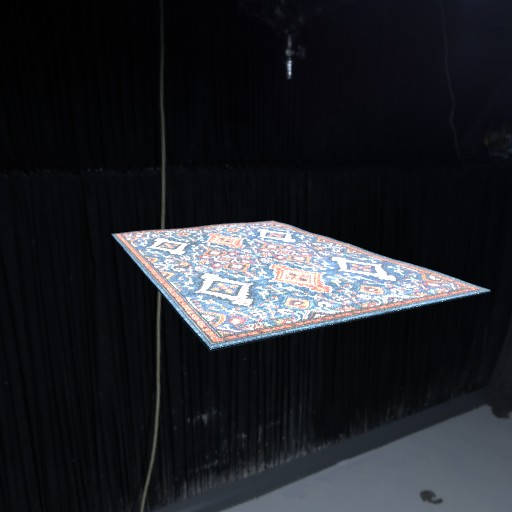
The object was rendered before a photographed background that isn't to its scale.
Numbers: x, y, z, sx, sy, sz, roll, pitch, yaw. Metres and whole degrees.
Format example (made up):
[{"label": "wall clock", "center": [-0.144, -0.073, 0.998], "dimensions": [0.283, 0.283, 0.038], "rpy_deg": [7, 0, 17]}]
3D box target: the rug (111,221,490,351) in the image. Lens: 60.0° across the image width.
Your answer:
[{"label": "rug", "center": [0.000, 0.000, 2.310], "dimensions": [1.195, 0.014, 1.847], "rpy_deg": [-7, 16, -25]}]
